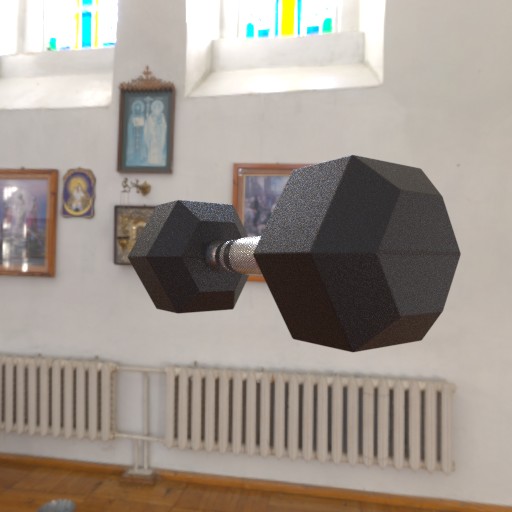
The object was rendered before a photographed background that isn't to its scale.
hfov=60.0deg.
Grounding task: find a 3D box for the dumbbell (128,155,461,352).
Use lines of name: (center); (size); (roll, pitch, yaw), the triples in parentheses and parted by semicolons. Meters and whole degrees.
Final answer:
dumbbell: (0.000, 0.000, 0.419); (0.141, 0.123, 0.356); (0, -1, -35)
